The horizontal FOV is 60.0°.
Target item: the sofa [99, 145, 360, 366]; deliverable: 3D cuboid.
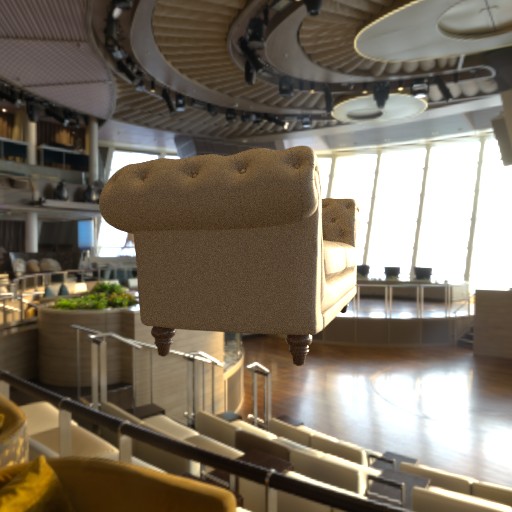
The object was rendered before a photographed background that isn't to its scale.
[{"bbox_3d":[0.000,0.000,2.574,1.069,0.835,1.988,0,1,18],"label":"sofa"}]
